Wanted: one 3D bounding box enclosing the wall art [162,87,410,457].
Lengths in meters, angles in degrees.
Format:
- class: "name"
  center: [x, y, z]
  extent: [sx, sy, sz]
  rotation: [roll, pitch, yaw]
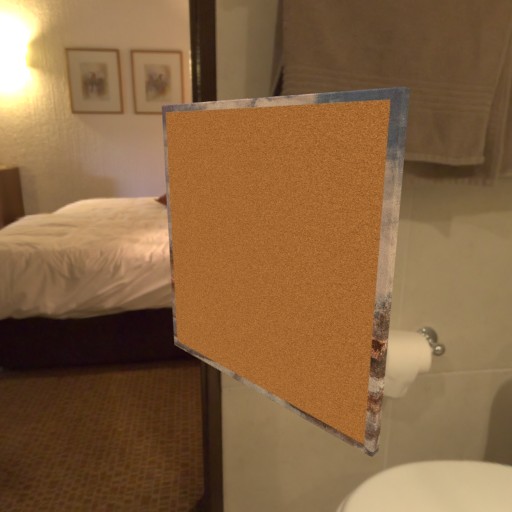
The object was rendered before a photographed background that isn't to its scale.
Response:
- class: "wall art"
  center: [0.000, 0.000, 1.339]
  extent: [0.035, 0.897, 0.888]
  rotation: [-15, 21, -42]
